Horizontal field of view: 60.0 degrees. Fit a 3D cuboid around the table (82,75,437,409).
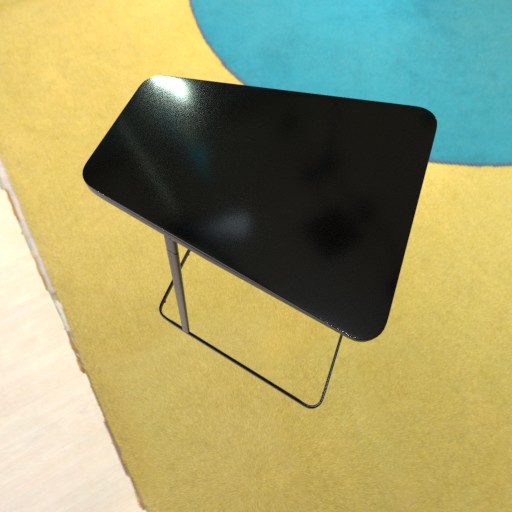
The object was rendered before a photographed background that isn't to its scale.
[{"bbox_3d":[0.000,0.000,0.967,0.500,0.624,0.427,19,65,9],"label":"table"}]
